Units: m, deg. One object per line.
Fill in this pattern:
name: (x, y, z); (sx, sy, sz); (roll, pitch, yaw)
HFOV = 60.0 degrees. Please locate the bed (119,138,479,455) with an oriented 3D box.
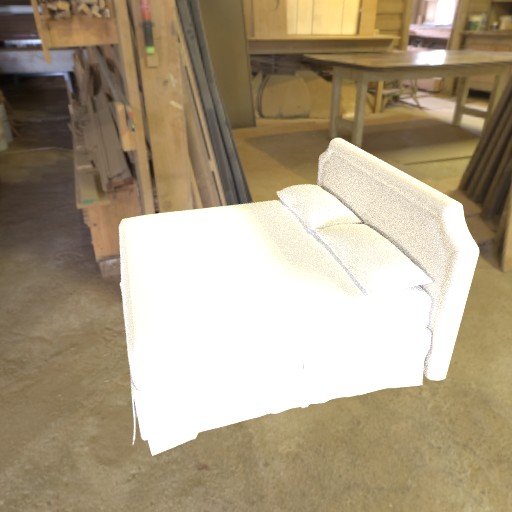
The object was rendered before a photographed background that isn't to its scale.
bed: (0.000, 0.000, 3.491); (2.204, 1.301, 2.160); (-8, 30, -15)
